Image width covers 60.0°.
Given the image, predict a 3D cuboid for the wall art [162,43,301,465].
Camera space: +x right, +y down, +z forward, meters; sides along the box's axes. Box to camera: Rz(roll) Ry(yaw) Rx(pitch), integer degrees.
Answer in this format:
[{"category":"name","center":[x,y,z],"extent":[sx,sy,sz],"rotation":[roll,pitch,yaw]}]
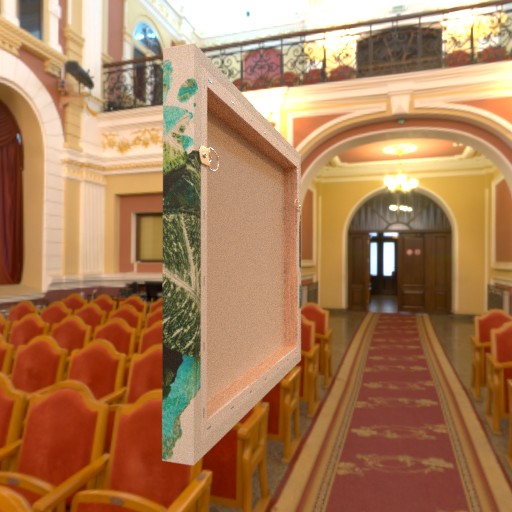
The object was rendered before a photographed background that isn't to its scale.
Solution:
[{"category":"wall art","center":[0.000,0.000,0.701],"extent":[0.041,0.435,0.507],"rotation":[0,-1,18]}]
